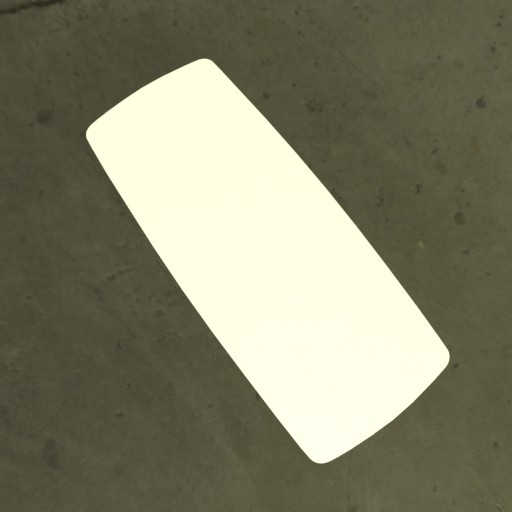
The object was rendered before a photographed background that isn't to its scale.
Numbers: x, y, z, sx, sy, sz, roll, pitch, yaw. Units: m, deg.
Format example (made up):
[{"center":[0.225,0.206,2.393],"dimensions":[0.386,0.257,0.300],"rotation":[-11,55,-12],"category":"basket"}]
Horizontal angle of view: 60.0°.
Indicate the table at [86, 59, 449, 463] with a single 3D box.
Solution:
[{"center":[0.000,0.000,1.623],"dimensions":[0.561,0.474,1.334],"rotation":[-35,78,-8],"category":"table"}]
